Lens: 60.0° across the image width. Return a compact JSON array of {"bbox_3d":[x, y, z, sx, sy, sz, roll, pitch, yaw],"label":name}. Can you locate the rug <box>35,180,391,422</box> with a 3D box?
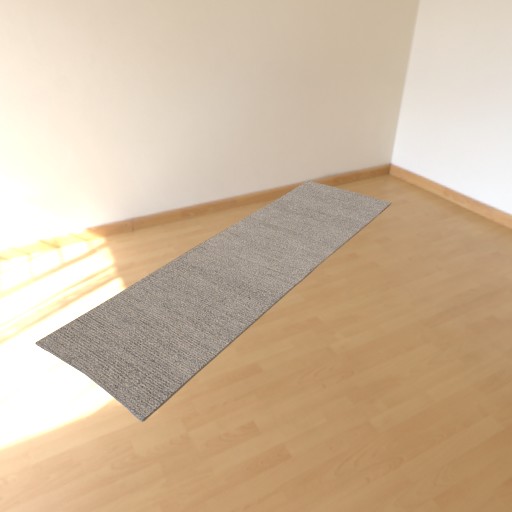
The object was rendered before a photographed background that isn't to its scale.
[{"bbox_3d":[0.000,0.000,2.558,0.692,0.032,2.320,22,38,31],"label":"rug"}]
